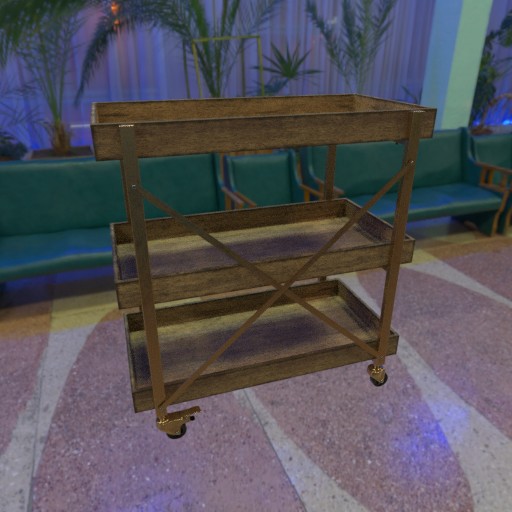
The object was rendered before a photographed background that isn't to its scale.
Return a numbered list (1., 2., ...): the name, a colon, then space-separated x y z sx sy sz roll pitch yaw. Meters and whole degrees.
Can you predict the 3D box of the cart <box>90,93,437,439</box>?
1. cart: 0.000 0.000 1.231 0.750 0.799 0.416 -8 26 -16
